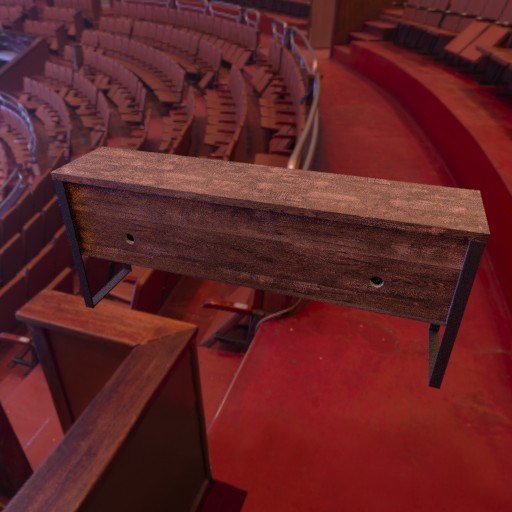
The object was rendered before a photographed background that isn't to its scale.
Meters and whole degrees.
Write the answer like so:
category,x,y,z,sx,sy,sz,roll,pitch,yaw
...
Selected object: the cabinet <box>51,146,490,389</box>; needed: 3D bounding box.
category,x,y,z,sx,sy,sz,roll,pitch,yaw
cabinet,0.000,0.000,2.100,1.800,0.762,0.395,10,33,15
